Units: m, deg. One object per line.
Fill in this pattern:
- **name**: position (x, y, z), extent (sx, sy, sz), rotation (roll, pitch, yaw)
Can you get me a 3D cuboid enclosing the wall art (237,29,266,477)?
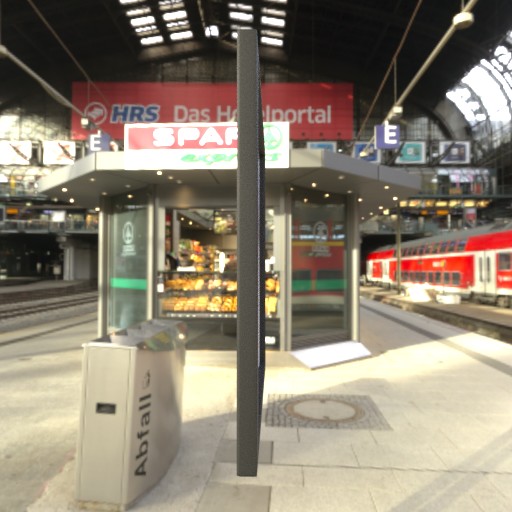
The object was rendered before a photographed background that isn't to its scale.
- **wall art**: position (0.000, 0.000, 0.675), extent (0.022, 0.453, 0.456), rotation (0, -2, 2)
